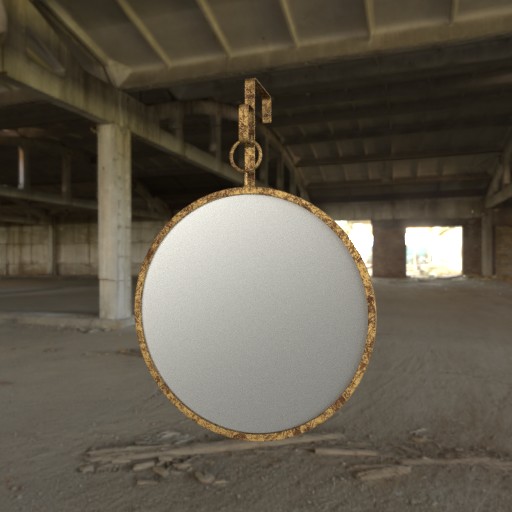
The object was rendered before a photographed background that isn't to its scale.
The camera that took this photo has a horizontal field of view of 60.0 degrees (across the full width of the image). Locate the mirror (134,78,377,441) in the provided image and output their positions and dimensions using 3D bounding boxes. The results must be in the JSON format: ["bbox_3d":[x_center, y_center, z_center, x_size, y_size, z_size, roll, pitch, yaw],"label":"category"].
[{"bbox_3d":[0.000,0.000,0.842,0.447,0.651,0.144,0,0,18],"label":"mirror"}]
